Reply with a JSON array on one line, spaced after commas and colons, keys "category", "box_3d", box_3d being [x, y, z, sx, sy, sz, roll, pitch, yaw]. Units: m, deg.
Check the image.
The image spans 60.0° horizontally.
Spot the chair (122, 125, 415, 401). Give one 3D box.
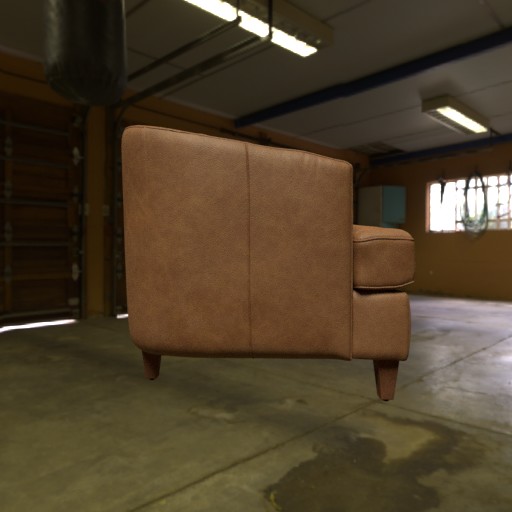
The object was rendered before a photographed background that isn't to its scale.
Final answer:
[{"category": "chair", "box_3d": [0.000, 0.000, 1.769, 0.911, 0.836, 1.119, 0, 0, 0]}]
